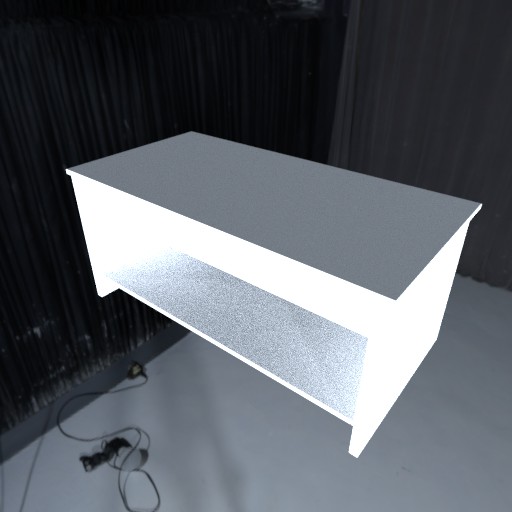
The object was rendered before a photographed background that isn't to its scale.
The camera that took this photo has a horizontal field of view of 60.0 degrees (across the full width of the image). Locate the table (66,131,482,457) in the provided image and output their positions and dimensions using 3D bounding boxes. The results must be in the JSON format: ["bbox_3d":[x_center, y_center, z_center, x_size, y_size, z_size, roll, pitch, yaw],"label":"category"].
[{"bbox_3d":[0.000,0.000,1.287,1.000,0.441,0.500,23,38,32],"label":"table"}]
